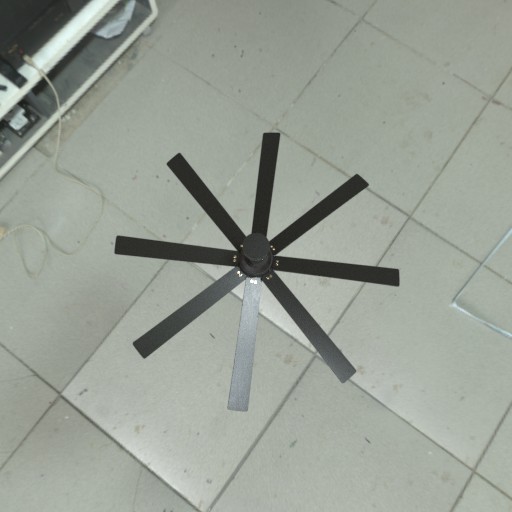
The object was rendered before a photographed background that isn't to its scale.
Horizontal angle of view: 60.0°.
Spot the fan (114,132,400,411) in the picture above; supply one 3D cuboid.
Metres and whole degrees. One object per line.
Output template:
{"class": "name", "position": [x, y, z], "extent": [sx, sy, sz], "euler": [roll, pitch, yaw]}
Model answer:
{"class": "fan", "position": [0.000, 0.000, 2.704], "extent": [1.830, 0.472, 1.830], "euler": [7, 76, 2]}
